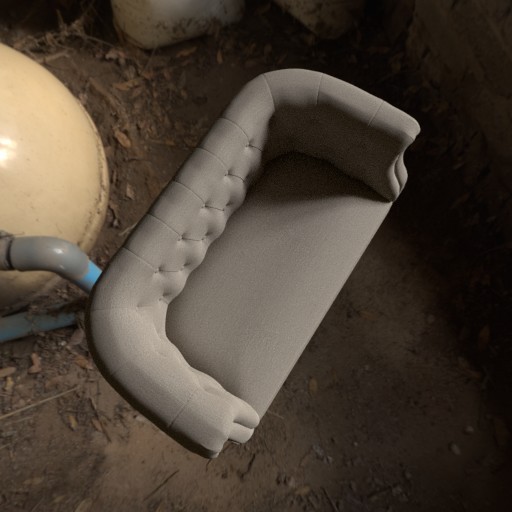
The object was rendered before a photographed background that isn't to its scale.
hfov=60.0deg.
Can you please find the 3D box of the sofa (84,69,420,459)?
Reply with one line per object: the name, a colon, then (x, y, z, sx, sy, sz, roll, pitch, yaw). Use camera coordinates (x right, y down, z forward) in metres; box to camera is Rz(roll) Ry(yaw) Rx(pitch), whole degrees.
sofa: (0.000, 0.000, 2.044, 0.835, 0.827, 1.558, 32, 79, 7)
